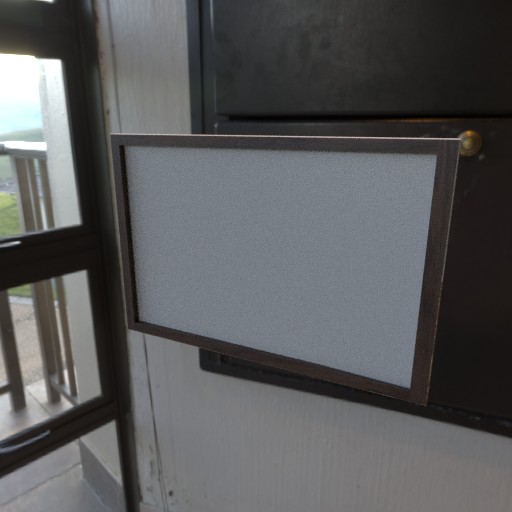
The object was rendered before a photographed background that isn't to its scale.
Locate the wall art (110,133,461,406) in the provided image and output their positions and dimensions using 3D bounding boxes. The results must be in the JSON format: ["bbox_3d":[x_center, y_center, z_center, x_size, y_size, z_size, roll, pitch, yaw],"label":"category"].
[{"bbox_3d":[0.000,0.000,1.942,1.520,1.016,0.051,8,19,25],"label":"wall art"}]
